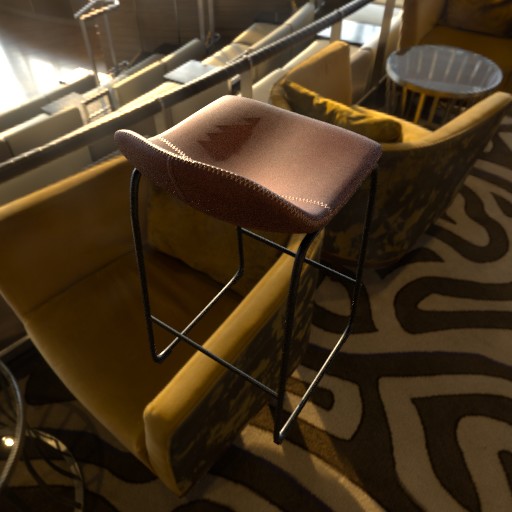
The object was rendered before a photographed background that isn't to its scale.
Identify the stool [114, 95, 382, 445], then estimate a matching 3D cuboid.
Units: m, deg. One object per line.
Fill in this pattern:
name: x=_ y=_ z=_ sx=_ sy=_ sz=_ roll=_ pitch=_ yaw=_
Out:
stool: x=0.000 y=0.000 z=1.109 sx=0.454 sy=0.830 sz=0.473 roll=26 pitch=51 yaw=23
